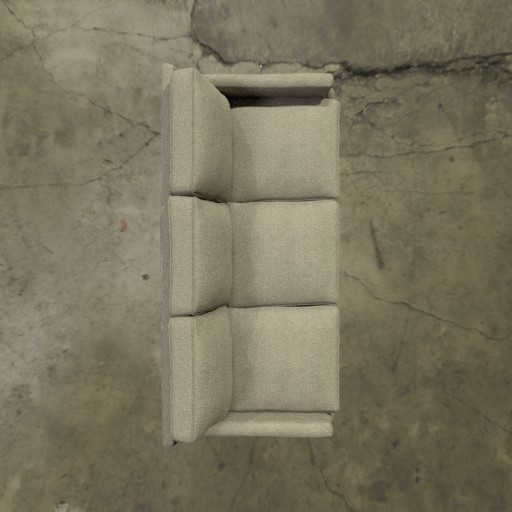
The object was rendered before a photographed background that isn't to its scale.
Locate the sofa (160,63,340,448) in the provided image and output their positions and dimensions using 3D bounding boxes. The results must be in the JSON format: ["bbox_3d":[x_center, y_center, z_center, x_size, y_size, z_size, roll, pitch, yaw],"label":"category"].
[{"bbox_3d":[0.000,0.000,2.837,1.084,1.003,2.246,0,90,-1],"label":"sofa"}]
